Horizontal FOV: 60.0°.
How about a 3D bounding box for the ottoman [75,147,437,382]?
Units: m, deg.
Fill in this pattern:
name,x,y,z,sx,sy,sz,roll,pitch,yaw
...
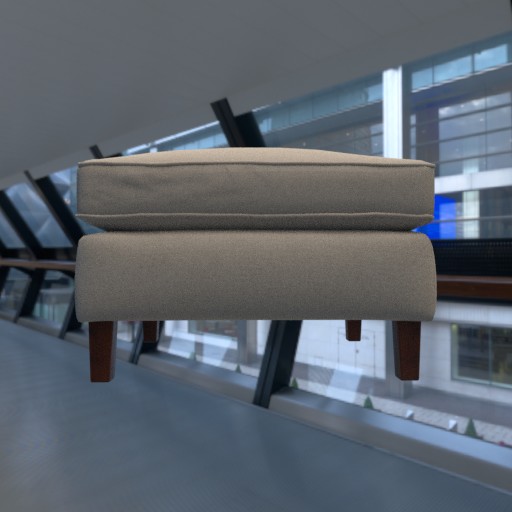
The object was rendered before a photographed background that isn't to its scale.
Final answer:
name,x,y,z,sx,sy,sz,roll,pitch,yaw
ottoman,0.000,0.000,1.011,0.665,0.456,0.501,0,-1,-1
